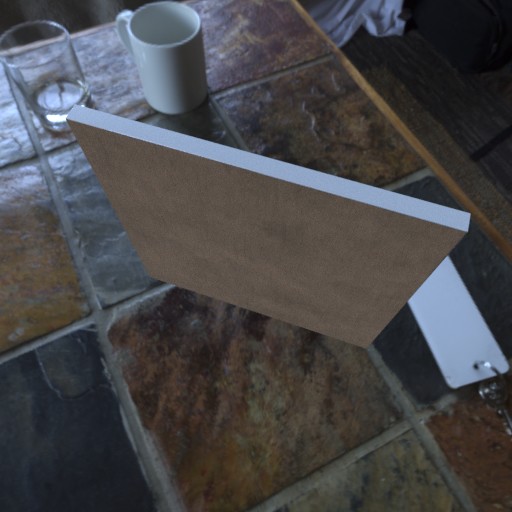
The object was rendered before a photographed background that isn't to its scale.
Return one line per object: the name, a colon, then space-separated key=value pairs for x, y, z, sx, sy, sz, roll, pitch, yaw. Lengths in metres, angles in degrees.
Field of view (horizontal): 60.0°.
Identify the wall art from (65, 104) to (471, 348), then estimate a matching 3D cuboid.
wall art: x=0.000 y=0.000 z=0.682 sx=0.455 sy=0.453 sz=0.023 roll=17 pitch=65 yaw=8
